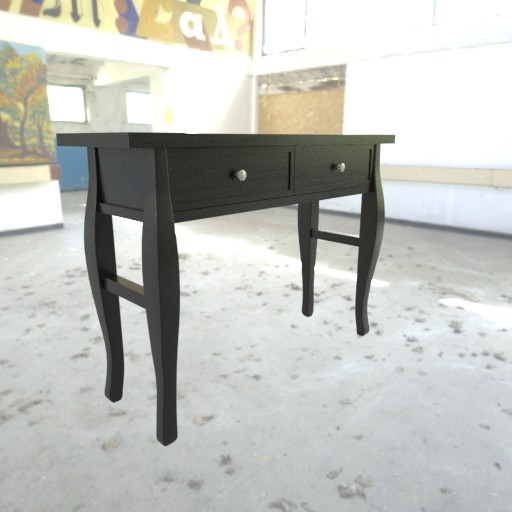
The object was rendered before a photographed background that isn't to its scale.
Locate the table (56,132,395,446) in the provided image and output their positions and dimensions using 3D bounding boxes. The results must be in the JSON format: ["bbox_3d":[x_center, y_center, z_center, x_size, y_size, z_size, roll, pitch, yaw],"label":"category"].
[{"bbox_3d":[0.000,0.000,1.449,1.062,0.768,0.373,-14,21,-43],"label":"table"}]
